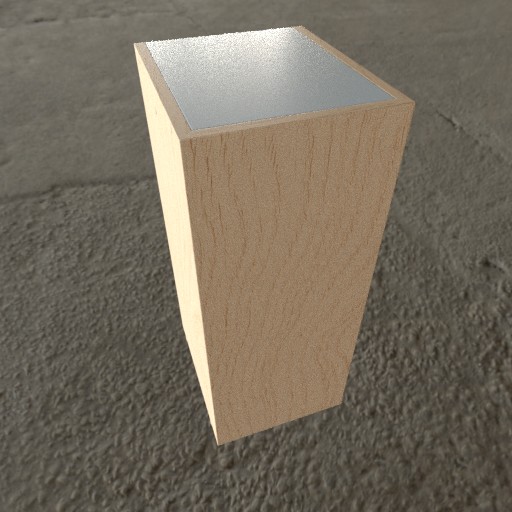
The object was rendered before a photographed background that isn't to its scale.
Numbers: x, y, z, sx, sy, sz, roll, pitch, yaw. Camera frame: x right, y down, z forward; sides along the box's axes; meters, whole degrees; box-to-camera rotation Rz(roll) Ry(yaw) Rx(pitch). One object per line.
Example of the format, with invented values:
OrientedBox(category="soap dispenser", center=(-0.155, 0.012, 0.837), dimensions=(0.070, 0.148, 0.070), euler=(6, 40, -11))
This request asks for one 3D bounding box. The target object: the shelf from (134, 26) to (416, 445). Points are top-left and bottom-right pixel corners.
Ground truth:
OrientedBox(category="shelf", center=(0.000, 0.000, 0.728), dimensions=(0.250, 0.600, 0.290), euler=(-13, 44, -14))
